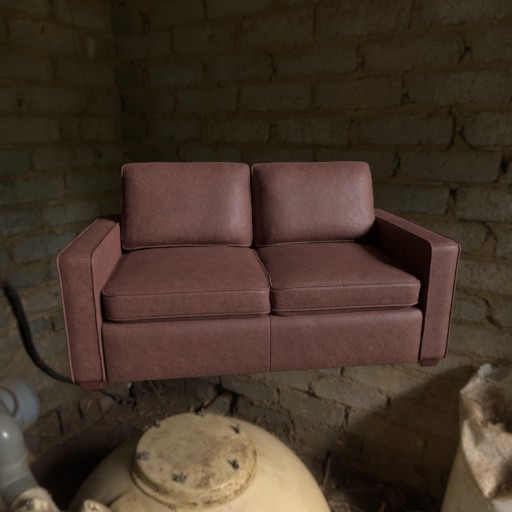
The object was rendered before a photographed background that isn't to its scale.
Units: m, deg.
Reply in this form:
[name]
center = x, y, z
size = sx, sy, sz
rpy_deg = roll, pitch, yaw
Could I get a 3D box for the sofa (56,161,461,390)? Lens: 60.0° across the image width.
[sofa]
center = 0.000, 0.000, 2.289
size = 1.709, 0.918, 0.947
rpy_deg = -2, 16, -7
